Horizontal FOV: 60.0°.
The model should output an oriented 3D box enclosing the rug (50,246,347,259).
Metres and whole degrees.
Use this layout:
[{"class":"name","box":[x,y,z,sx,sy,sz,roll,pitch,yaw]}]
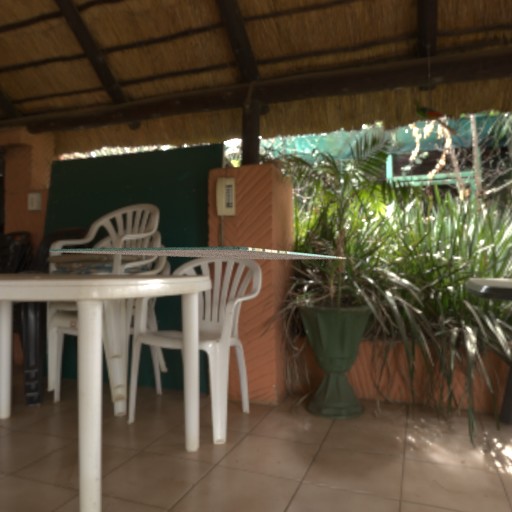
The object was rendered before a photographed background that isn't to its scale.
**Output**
[{"class":"rug","box":[0.000,0.000,2.648,0.744,0.010,2.441,0,-1,19]}]
